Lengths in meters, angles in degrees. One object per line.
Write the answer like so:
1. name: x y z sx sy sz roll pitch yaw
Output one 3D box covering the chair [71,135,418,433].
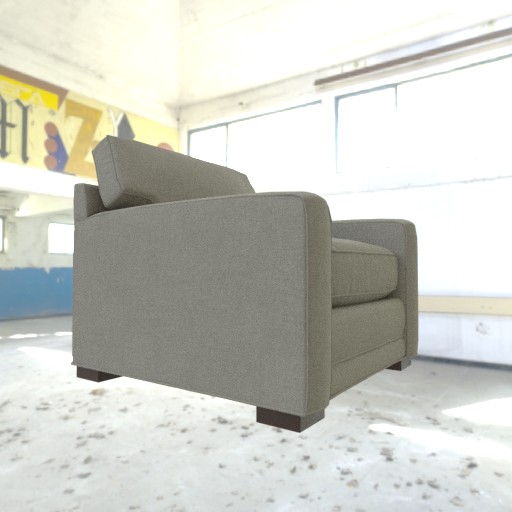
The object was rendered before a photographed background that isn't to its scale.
1. chair: 0.000 0.000 1.806 1.044 0.934 0.999 -1 -2 35
